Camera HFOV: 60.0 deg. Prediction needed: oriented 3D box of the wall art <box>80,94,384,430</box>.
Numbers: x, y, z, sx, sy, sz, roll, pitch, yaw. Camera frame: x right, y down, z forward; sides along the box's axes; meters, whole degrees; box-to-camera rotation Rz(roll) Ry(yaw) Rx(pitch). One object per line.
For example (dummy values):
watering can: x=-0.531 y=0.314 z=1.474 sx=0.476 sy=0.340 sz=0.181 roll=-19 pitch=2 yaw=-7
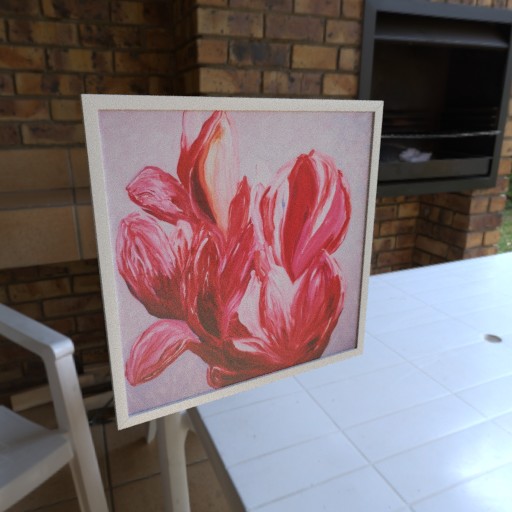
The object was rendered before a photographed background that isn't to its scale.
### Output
wall art: x=0.000 y=0.000 z=1.196 sx=0.805 sy=0.803 sz=0.022 roll=-9 pitch=20 yaw=-27
